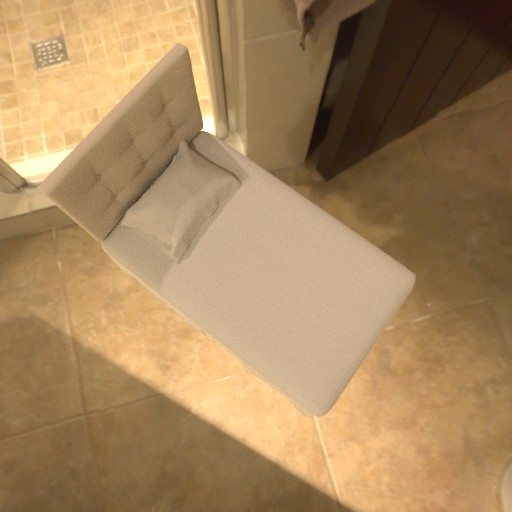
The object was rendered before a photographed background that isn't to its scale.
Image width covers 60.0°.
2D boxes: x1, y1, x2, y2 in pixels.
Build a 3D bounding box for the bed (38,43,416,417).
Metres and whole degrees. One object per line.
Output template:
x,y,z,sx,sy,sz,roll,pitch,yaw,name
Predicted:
0.000,0.000,2.973,1.997,1.571,1.261,36,77,9,bed
